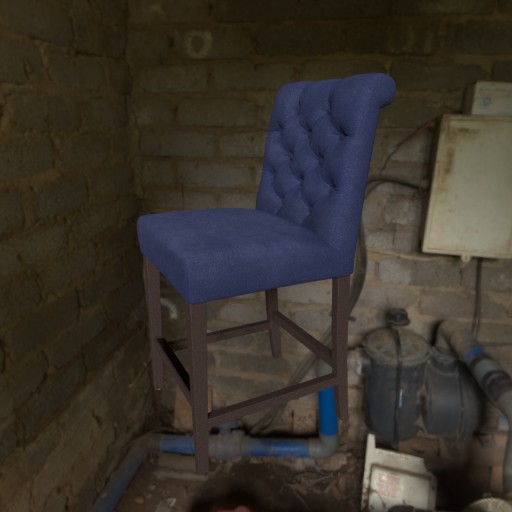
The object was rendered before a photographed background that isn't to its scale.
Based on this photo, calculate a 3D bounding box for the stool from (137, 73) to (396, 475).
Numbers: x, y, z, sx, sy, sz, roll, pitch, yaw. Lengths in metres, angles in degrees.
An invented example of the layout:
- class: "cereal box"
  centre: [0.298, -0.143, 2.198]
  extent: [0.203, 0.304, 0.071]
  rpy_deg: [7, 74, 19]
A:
- class: "stool"
  centre: [0.000, 0.000, 1.332]
  extent: [0.601, 1.010, 0.493]
  rpy_deg: [-9, 20, -26]
